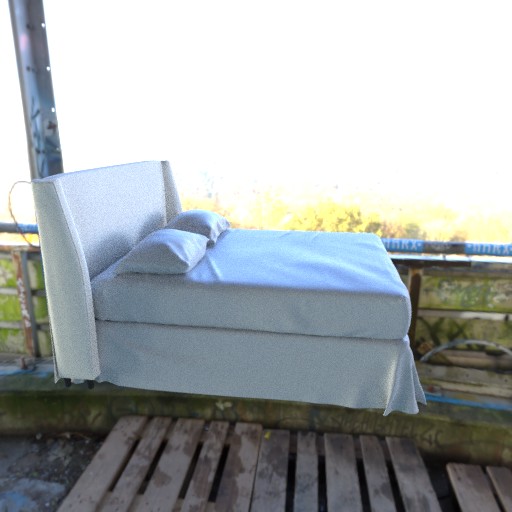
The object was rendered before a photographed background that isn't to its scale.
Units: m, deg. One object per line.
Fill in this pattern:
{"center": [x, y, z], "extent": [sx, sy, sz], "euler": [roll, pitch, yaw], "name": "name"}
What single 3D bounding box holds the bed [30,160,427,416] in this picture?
{"center": [0.000, 0.000, 3.361], "extent": [2.276, 1.332, 1.925], "euler": [2, 16, 9], "name": "bed"}
